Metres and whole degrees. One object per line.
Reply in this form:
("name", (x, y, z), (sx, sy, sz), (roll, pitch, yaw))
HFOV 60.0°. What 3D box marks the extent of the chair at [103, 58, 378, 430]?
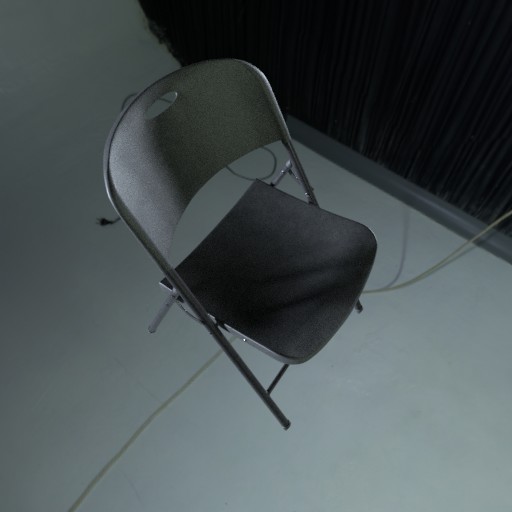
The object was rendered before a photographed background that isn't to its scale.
("chair", (0.000, 0.000, 1.168), (0.566, 0.810, 0.494), (31, 63, 18))
